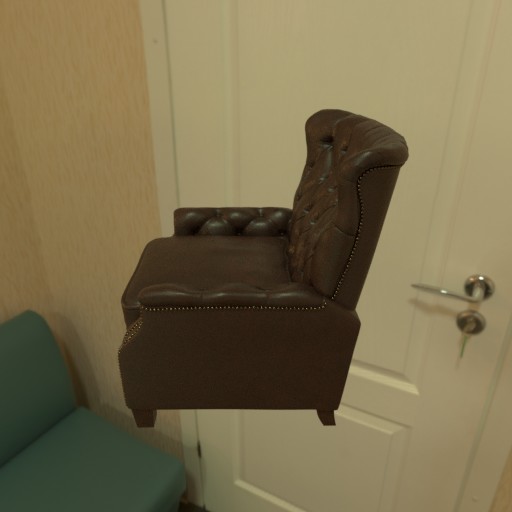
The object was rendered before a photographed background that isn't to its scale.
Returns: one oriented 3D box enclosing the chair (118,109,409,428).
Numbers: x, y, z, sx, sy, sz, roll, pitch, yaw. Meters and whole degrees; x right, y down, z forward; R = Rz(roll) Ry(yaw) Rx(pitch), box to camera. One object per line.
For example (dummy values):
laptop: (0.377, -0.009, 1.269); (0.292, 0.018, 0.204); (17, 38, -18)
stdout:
chair: (0.000, 0.000, 1.490); (0.823, 0.864, 0.709); (0, 26, -1)
